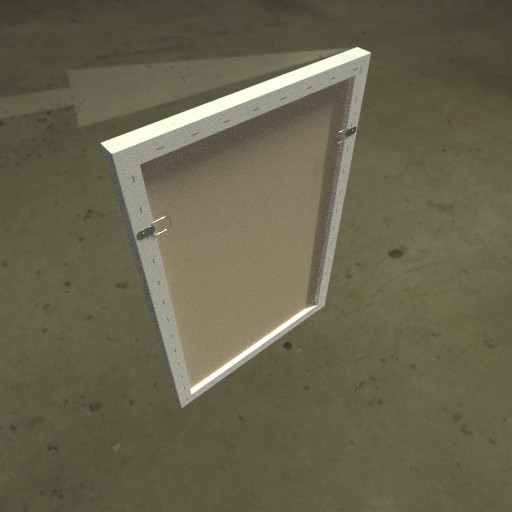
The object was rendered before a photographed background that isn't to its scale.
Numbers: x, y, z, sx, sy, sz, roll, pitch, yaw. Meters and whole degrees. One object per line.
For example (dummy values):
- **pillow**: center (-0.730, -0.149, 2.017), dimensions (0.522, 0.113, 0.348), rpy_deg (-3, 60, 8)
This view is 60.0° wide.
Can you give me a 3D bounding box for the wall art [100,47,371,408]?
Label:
- **wall art**: center (0.000, 0.000, 1.180), dimensions (0.624, 0.914, 0.043), rpy_deg (-31, 54, -26)
